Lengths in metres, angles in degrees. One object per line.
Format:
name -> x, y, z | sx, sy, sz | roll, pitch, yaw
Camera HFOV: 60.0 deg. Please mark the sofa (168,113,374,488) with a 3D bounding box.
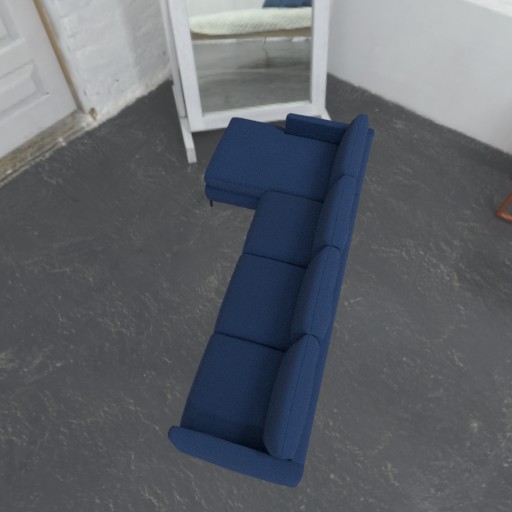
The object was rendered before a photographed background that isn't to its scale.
sofa -> 0.000, 0.000, 2.844 | 1.128, 0.679, 2.450 | 14, 58, 9
